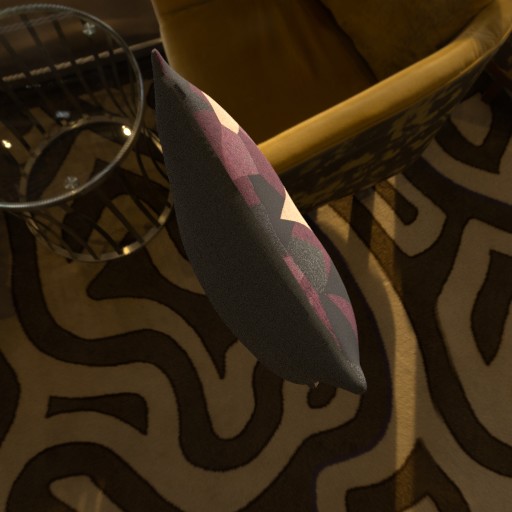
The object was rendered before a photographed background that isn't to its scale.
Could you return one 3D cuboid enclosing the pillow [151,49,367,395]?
[{"bbox_3d":[0.000,0.000,0.745,0.208,0.496,0.503,-29,77,-7],"label":"pillow"}]
